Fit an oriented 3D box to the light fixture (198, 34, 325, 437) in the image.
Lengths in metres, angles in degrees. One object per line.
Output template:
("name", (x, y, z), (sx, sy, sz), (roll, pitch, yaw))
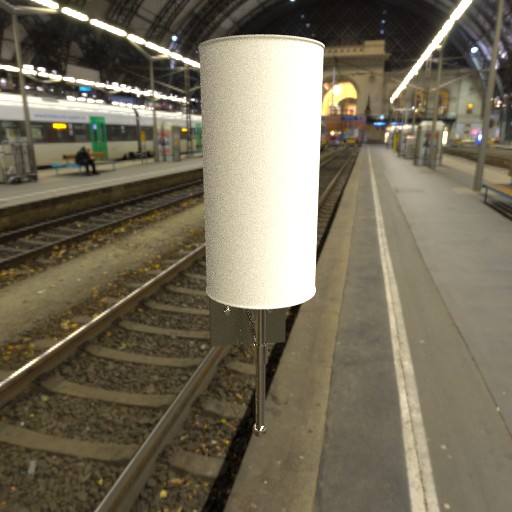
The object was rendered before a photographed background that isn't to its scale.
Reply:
("light fixture", (0.000, 0.000, 0.552), (0.128, 0.462, 0.208), (-2, 15, -8))
